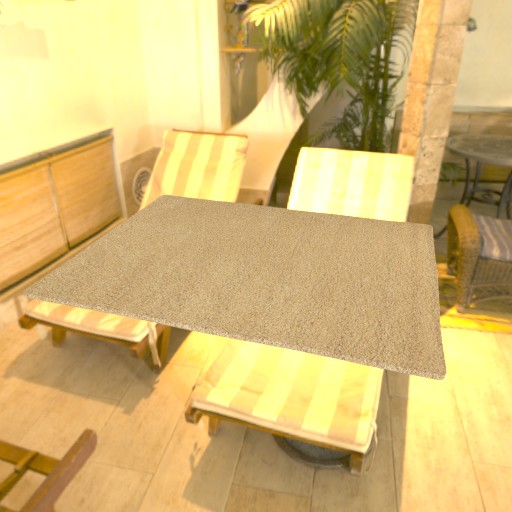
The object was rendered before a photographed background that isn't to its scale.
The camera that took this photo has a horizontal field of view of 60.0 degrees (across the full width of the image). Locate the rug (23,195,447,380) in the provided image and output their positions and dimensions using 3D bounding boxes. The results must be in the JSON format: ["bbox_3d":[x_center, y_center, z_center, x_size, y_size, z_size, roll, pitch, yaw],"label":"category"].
[{"bbox_3d":[0.000,0.000,2.074,1.600,0.025,1.199,8,29,15],"label":"rug"}]
